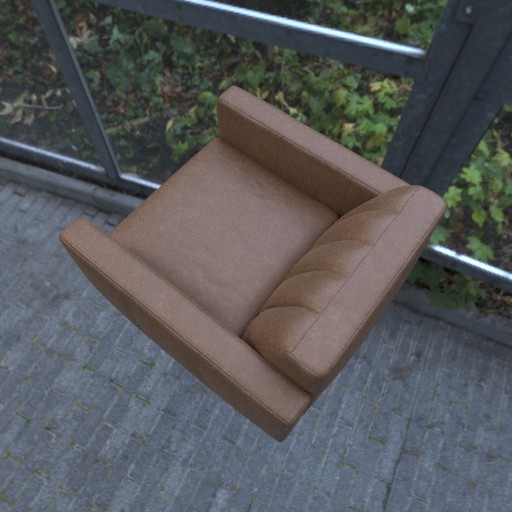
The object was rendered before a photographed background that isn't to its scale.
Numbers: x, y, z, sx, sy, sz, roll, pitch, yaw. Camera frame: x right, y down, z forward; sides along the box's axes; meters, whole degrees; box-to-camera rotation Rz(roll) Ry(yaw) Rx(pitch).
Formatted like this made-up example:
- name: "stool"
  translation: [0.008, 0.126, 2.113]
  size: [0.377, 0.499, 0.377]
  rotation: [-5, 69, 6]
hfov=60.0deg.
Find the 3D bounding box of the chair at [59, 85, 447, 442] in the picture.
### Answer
- name: "chair"
  translation: [0.000, 0.000, 1.687]
  size: [0.998, 0.819, 0.953]
  rotation: [35, 68, 17]
